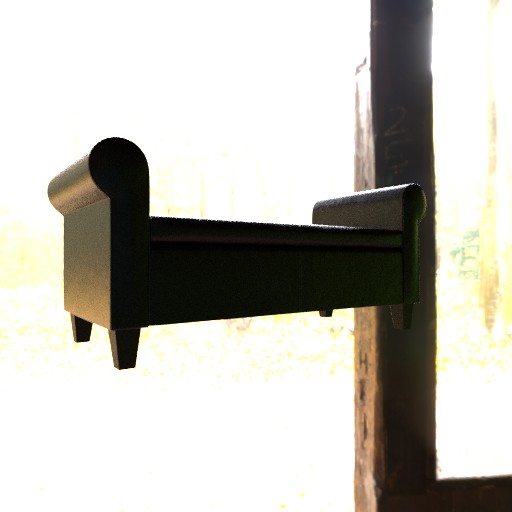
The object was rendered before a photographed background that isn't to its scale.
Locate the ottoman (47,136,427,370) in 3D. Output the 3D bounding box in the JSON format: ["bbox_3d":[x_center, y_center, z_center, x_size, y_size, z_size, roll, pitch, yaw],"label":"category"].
[{"bbox_3d":[0.000,0.000,1.547,1.256,0.547,0.521,0,-1,-35],"label":"ottoman"}]
